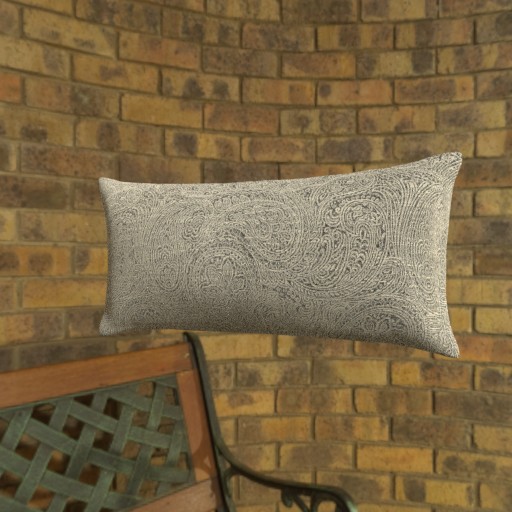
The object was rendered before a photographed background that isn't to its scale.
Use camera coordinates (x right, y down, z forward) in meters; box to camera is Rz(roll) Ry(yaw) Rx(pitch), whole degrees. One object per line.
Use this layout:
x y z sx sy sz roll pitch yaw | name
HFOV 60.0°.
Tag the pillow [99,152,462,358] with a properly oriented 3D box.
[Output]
0.000 0.000 0.724 0.615 0.295 0.151 0 0 18 | pillow
